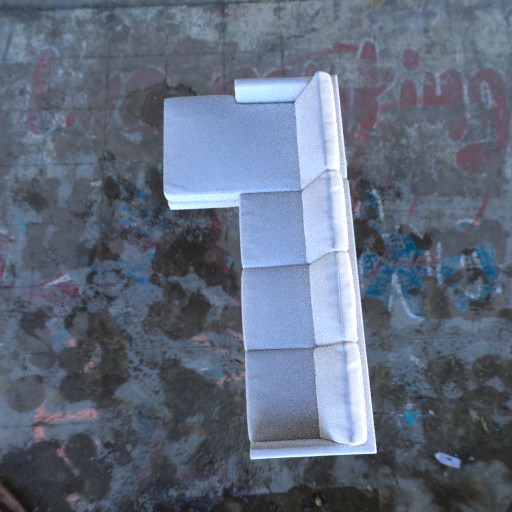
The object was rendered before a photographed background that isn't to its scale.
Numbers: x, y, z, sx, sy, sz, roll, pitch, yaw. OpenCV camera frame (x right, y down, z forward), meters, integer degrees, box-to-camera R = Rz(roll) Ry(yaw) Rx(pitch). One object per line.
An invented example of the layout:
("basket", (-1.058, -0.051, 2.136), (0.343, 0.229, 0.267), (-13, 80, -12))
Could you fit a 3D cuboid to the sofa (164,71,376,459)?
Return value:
("sofa", (0.000, 0.000, 3.830), (1.625, 0.861, 3.186), (-3, 76, -1))
